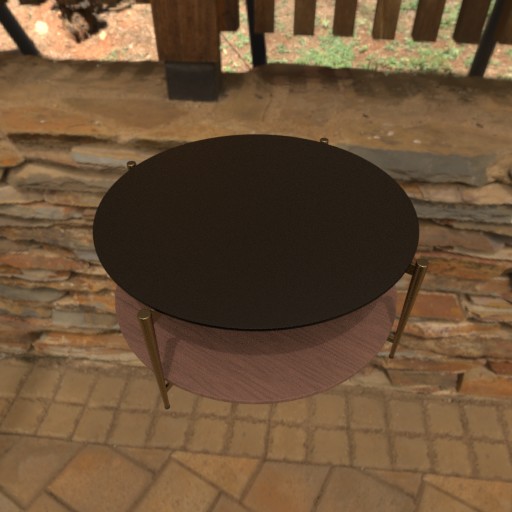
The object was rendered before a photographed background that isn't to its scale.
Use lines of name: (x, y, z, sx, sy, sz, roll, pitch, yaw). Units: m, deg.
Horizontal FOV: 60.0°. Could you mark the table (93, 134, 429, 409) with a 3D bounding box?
table: (0.000, 0.000, 1.451, 0.938, 0.400, 0.938, 0, 41, 1)
